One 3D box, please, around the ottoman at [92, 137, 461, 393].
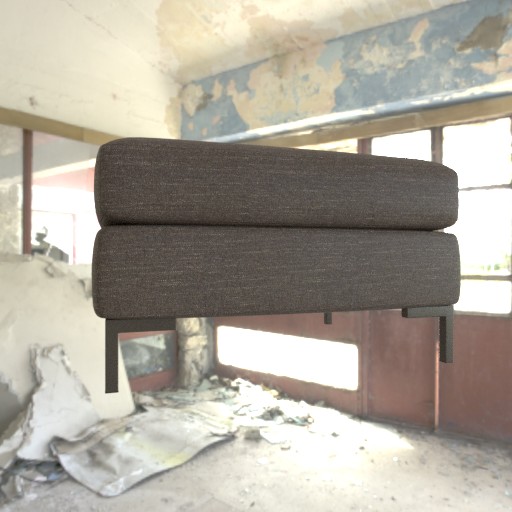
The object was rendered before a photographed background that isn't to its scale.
[{"bbox_3d":[0.000,0.000,1.200,0.820,0.490,0.671,0,0,-18],"label":"ottoman"}]
